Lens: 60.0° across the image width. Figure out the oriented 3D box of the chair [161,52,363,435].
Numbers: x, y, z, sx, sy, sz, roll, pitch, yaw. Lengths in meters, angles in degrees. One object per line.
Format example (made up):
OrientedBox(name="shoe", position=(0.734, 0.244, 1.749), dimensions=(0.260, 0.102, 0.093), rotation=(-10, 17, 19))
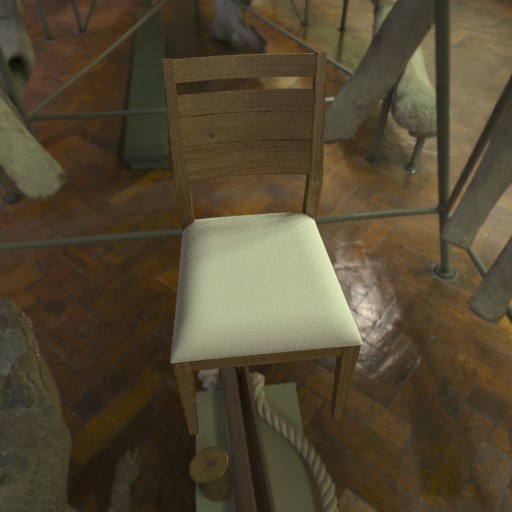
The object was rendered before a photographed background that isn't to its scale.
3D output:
OrientedBox(name="chair", position=(0.000, 0.000, 1.289), dimensions=(0.497, 0.939, 0.610), rotation=(-4, 46, -4))
